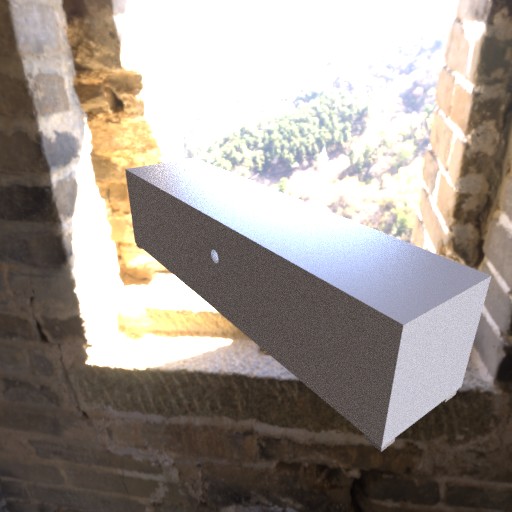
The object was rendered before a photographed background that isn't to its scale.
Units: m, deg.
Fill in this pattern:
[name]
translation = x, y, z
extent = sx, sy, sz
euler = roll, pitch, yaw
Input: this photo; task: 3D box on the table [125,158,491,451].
[table]
translation = 0.000, 0.000, 1.803
extent = 0.390, 0.420, 1.650
euler = -18, 32, -32
